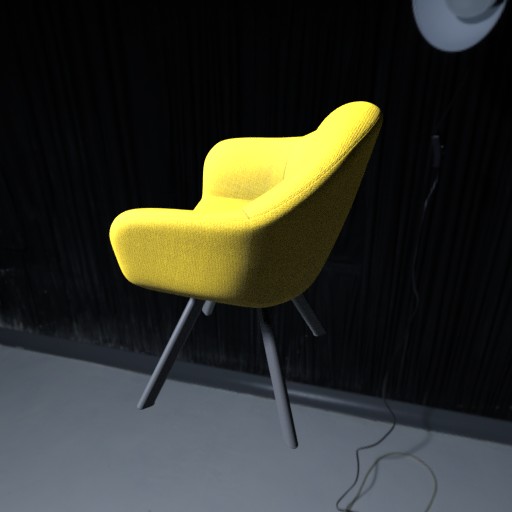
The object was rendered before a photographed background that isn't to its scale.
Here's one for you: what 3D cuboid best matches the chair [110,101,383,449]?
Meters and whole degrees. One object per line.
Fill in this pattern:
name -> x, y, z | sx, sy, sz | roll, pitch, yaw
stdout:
chair -> 0.000, 0.000, 1.171 | 0.550, 0.795, 0.590 | 8, 31, 14
